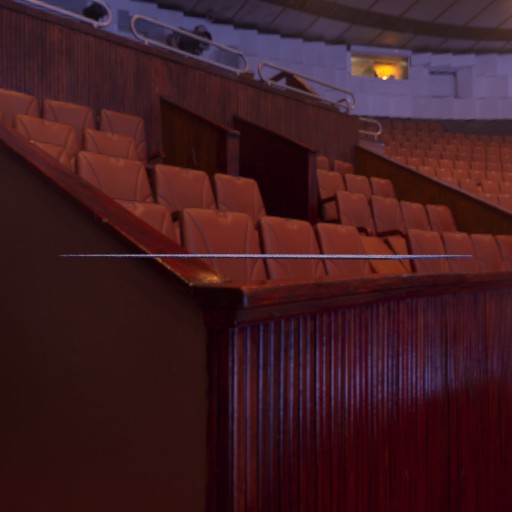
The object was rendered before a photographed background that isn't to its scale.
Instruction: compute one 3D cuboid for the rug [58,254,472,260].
[{"bbox_3d":[0.000,0.000,2.228,1.795,0.008,1.102,0,1,37],"label":"rug"}]
